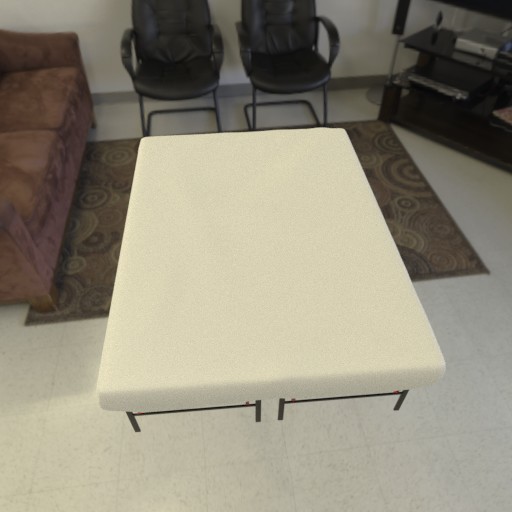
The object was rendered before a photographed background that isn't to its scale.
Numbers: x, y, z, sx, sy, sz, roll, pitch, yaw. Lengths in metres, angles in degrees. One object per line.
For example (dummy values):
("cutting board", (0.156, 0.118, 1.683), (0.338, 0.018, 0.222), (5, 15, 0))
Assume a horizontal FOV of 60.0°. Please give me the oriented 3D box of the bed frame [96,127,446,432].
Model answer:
("bed frame", (0.000, 0.000, 2.855), (1.584, 0.667, 2.151), (-4, 46, -3))
